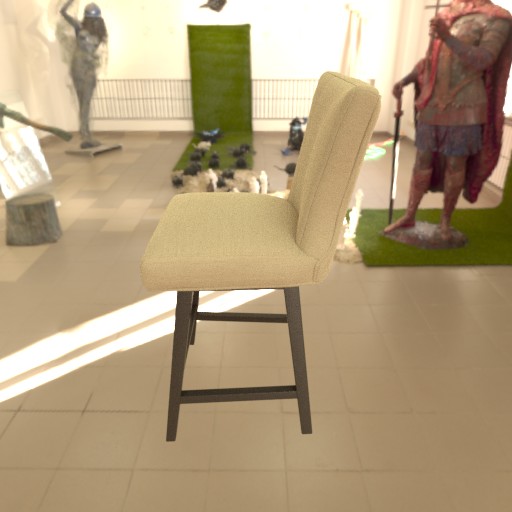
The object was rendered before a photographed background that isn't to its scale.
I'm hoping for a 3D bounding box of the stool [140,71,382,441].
[{"bbox_3d":[0.000,0.000,1.331,0.574,1.000,0.514,0,26,0],"label":"stool"}]
